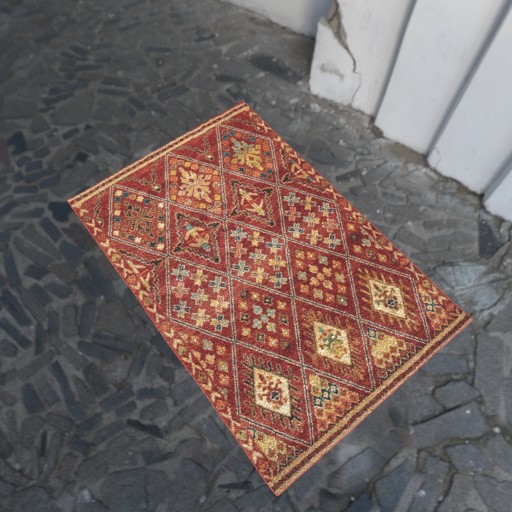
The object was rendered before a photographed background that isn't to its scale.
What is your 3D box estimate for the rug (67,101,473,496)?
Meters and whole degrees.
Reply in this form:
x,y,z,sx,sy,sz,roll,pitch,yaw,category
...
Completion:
x,y,z,sx,sy,sz,roll,pitch,yaw,category
0.000,0.000,2.856,1.521,0.026,2.286,-35,68,-16,rug
